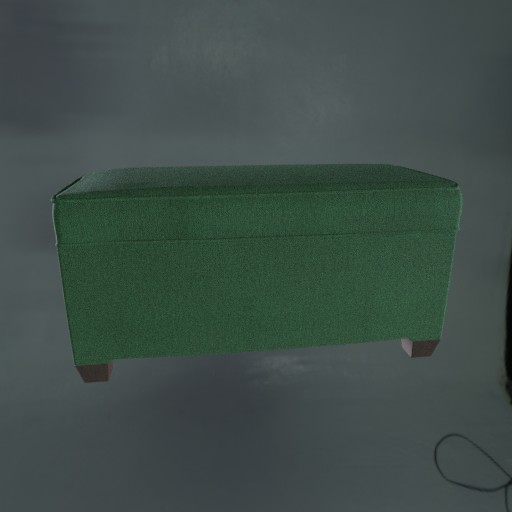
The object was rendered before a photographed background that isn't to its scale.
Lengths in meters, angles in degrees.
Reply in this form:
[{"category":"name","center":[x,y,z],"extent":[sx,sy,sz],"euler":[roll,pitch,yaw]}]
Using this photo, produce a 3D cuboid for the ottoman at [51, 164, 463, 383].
[{"category":"ottoman","center":[0.000,0.000,1.245],"extent":[0.957,0.471,0.483],"euler":[-2,18,-8]}]
